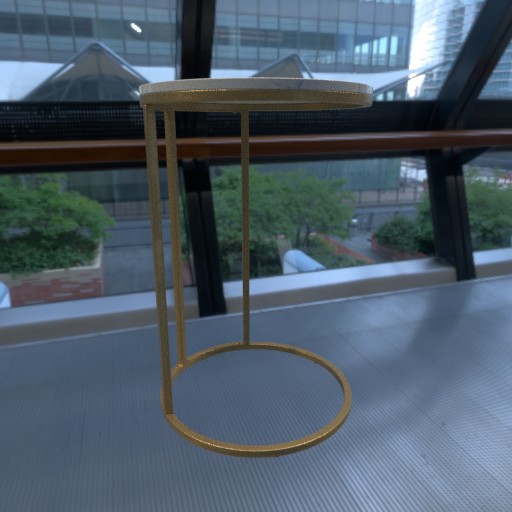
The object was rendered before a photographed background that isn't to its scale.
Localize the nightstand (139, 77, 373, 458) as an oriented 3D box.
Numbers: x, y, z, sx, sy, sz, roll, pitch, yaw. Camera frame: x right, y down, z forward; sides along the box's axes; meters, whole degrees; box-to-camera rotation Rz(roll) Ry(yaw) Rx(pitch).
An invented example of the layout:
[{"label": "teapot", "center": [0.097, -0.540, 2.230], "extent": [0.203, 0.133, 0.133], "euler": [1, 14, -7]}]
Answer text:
[{"label": "nightstand", "center": [0.000, 0.000, 0.866], "extent": [0.400, 0.610, 0.400], "euler": [8, 18, 26]}]
